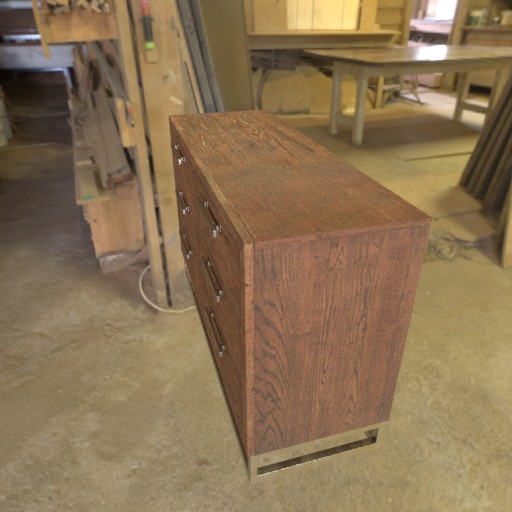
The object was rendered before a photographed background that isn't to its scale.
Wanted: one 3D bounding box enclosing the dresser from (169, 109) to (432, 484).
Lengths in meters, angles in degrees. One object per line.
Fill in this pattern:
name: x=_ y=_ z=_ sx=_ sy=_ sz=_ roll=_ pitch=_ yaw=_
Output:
dresser: x=0.000 y=0.000 z=2.204 sx=0.623 sy=1.061 sz=1.646 roll=-8 pitch=31 yaw=-14
